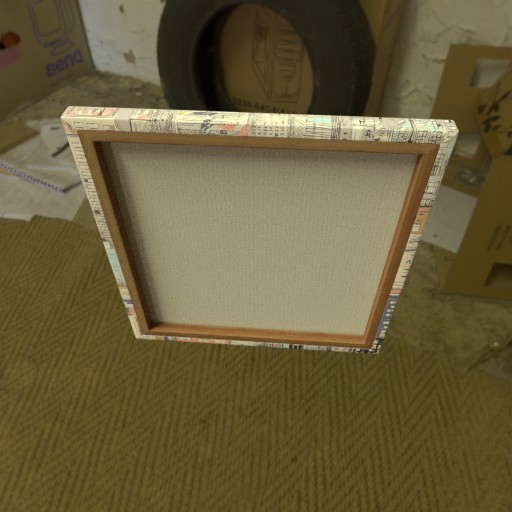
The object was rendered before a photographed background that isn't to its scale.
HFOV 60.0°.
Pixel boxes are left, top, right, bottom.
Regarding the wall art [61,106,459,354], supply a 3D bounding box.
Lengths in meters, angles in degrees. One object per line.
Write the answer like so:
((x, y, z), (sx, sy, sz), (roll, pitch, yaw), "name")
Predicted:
((0.000, 0.000, 0.899), (0.607, 0.608, 0.038), (3, 46, 3), "wall art")
